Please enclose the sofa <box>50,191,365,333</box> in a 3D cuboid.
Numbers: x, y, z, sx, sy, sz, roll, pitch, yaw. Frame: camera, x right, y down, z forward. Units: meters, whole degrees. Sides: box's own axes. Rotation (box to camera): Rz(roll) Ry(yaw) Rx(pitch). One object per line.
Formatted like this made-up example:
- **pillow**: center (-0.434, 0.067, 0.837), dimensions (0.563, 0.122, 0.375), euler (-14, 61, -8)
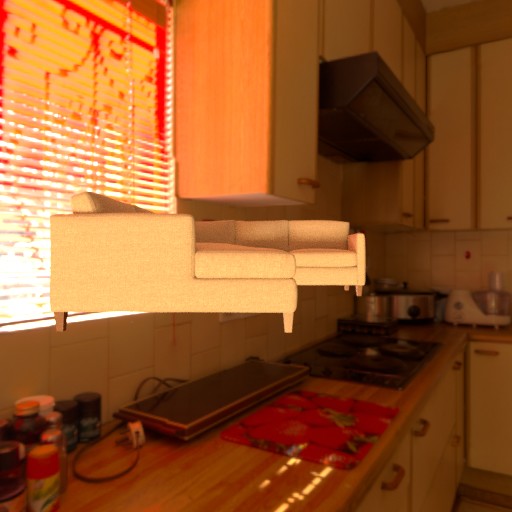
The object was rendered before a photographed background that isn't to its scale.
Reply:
- **sofa**: center (0.000, 0.000, 4.485), dimensions (2.594, 0.961, 3.460), euler (0, 0, 2)
